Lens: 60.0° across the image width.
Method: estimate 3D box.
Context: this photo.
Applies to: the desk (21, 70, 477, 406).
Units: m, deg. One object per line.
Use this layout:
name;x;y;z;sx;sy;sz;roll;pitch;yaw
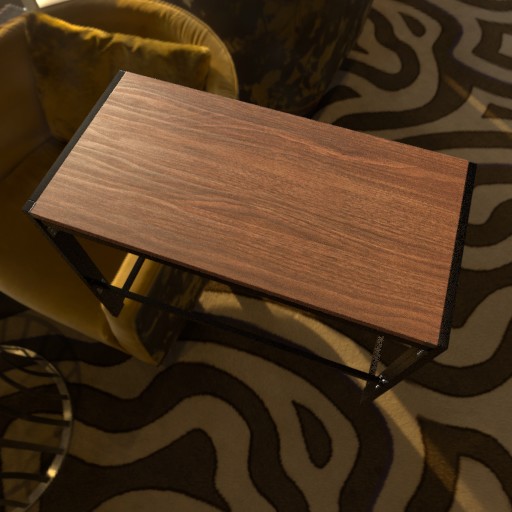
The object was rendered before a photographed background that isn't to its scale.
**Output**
desk;0.000;0.000;1.429;1.016;0.762;0.508;17;64;9
